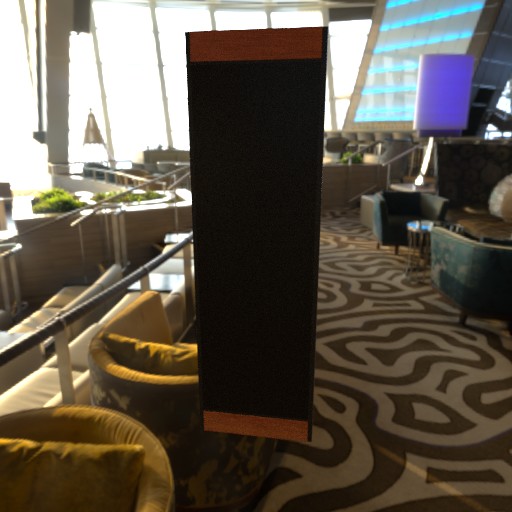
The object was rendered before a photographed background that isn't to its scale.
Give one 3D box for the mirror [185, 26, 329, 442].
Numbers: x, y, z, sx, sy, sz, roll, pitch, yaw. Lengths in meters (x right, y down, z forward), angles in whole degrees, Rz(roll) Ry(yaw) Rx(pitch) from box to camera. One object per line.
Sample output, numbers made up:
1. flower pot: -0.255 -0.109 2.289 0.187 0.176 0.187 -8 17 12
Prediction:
1. mirror: 0.000 0.000 1.215 0.343 1.123 0.047 3 16 9
